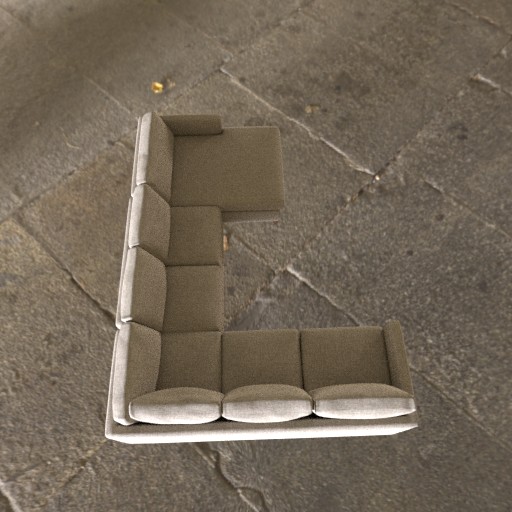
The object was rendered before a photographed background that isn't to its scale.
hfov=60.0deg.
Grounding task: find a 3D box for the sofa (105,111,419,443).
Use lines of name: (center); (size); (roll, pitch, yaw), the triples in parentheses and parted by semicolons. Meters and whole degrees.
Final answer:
sofa: (0.000, 0.000, 4.552); (2.593, 0.959, 3.460); (-2, 64, -1)
